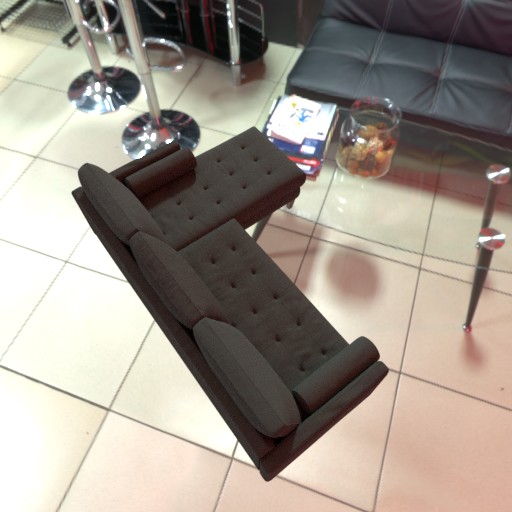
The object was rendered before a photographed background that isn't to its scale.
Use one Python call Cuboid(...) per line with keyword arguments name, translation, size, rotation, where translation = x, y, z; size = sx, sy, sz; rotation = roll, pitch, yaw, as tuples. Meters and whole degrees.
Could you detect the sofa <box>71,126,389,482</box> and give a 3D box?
Cuboid(name="sofa", translation=(0.000, 0.000, 2.918), size=(1.506, 0.876, 2.178), rotation=(-33, 64, -19))
